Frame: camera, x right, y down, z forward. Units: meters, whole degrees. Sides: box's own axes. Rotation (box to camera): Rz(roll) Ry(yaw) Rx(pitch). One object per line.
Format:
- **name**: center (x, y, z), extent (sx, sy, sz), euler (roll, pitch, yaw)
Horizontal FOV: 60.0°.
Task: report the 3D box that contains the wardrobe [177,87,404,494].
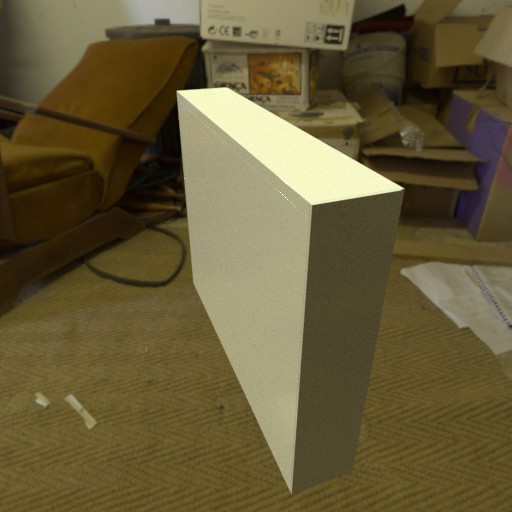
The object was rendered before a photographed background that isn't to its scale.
- **wardrobe**: center (0.000, 0.000, 3.997), extent (0.580, 2.360, 3.000), euler (-11, 33, -18)
